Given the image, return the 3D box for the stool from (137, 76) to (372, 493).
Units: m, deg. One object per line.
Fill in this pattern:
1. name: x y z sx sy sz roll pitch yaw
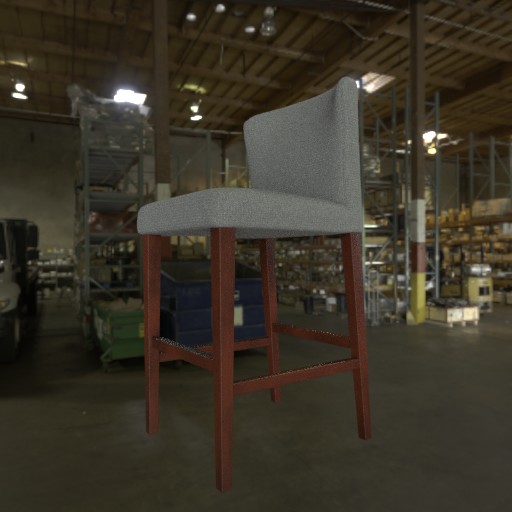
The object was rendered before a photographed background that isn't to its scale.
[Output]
1. stool: 0.000 0.000 1.326 0.568 1.069 0.486 0 0 -36
